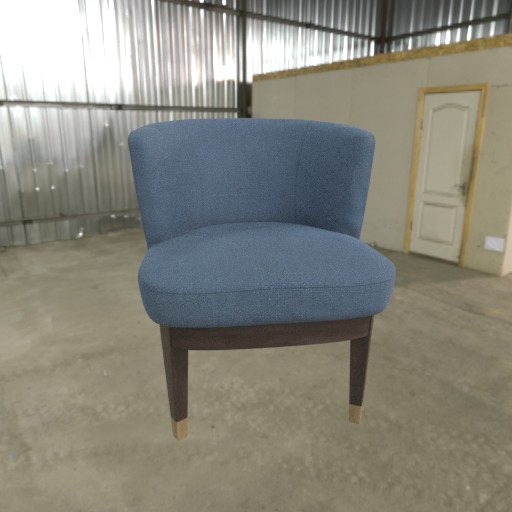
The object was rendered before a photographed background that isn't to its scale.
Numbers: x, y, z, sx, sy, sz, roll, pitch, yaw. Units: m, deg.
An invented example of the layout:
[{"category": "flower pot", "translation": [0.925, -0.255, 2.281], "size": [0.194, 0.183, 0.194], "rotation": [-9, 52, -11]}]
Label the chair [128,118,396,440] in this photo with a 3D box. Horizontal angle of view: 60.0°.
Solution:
[{"category": "chair", "translation": [0.000, 0.000, 1.265], "size": [0.661, 0.760, 0.702], "rotation": [-2, 17, -7]}]
